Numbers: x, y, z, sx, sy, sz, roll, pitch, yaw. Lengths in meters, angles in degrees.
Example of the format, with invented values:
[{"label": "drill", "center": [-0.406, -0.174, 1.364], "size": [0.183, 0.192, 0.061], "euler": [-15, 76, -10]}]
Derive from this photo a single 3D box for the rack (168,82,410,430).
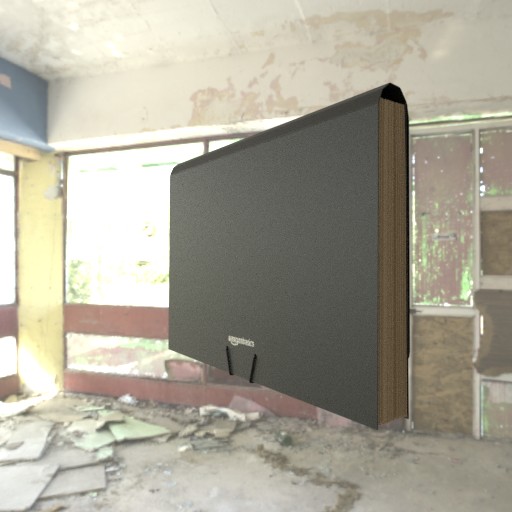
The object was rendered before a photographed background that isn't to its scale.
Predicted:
[{"label": "rack", "center": [0.000, 0.000, 0.445], "size": [0.041, 0.241, 0.330], "euler": [0, 0, -36]}]
